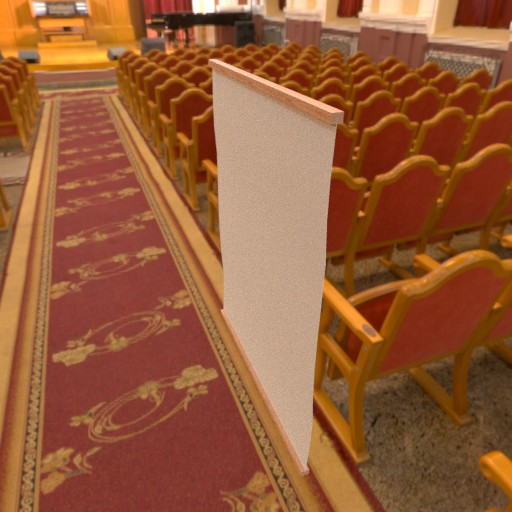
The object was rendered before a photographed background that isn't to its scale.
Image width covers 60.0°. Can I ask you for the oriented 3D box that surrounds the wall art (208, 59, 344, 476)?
[{"bbox_3d":[0.000,0.000,0.674,0.013,0.508,0.406,-11,32,-17],"label":"wall art"}]
